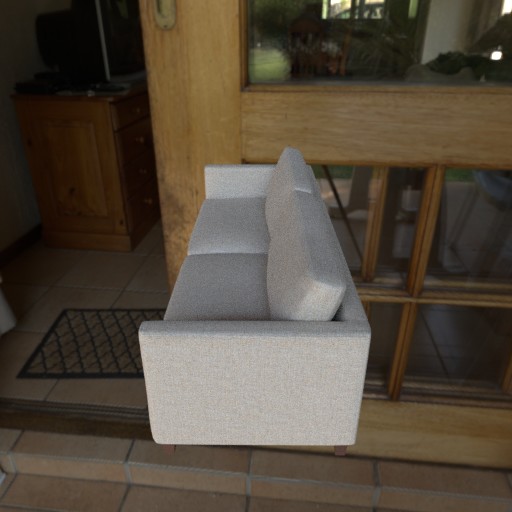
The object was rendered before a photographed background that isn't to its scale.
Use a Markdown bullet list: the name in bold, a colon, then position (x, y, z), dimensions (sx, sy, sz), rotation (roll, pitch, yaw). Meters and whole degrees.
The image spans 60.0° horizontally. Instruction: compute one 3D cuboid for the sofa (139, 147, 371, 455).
- **sofa**: position (0.000, 0.000, 2.915), dimensions (0.951, 0.965, 2.434), rotation (0, 27, 0)
